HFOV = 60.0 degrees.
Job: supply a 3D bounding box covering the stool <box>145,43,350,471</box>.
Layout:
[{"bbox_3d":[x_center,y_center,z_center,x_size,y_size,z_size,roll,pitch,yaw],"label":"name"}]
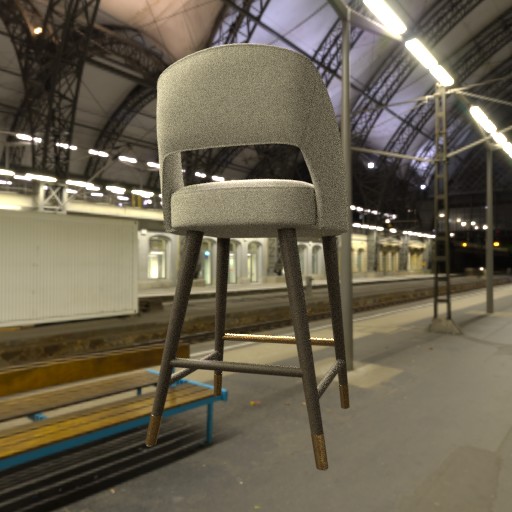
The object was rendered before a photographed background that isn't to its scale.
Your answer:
[{"bbox_3d":[0.000,0.000,1.221,0.494,0.940,0.509,0,-1,18],"label":"stool"}]
